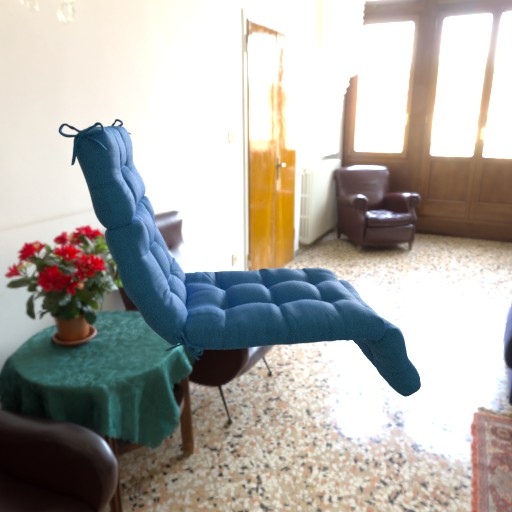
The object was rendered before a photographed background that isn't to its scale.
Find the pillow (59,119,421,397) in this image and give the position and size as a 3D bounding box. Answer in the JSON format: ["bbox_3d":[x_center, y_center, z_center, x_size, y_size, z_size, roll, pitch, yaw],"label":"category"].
[{"bbox_3d":[0.000,0.000,1.457,1.016,0.863,0.526,-3,17,-9],"label":"pillow"}]
